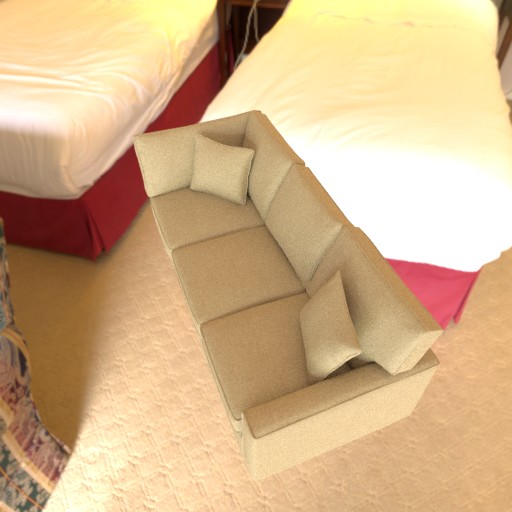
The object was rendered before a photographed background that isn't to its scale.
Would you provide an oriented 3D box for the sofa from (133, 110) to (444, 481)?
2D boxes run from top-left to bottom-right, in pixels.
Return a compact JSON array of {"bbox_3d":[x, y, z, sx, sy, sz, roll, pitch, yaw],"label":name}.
[{"bbox_3d":[0.000,0.000,2.887,1.061,0.962,2.317,-16,48,-15],"label":"sofa"}]
